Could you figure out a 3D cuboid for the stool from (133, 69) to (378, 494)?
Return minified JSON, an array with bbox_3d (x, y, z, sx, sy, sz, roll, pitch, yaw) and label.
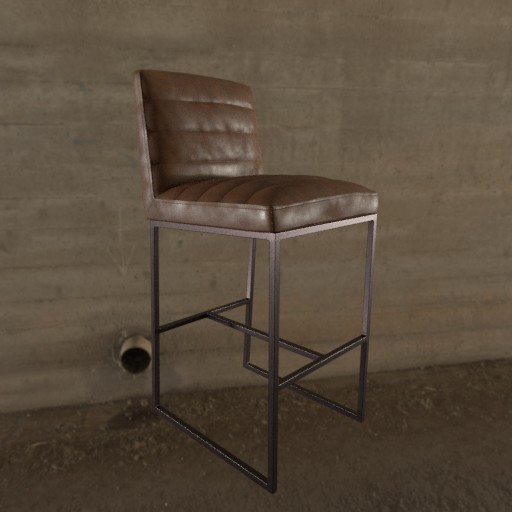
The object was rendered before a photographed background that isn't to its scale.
[{"bbox_3d":[0.000,0.000,1.322,0.562,1.065,0.463,13,18,43],"label":"stool"}]
